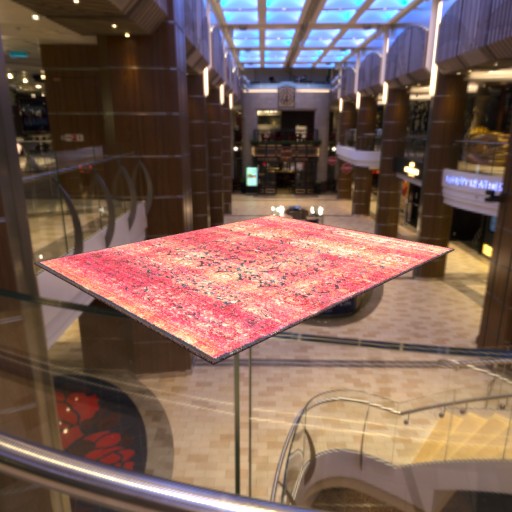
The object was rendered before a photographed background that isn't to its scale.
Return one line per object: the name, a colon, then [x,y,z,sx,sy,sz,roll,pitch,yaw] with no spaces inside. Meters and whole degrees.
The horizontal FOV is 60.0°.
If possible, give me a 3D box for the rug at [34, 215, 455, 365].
rug: [0.000,0.000,4.055,2.411,0.020,3.032,16,22,43]
